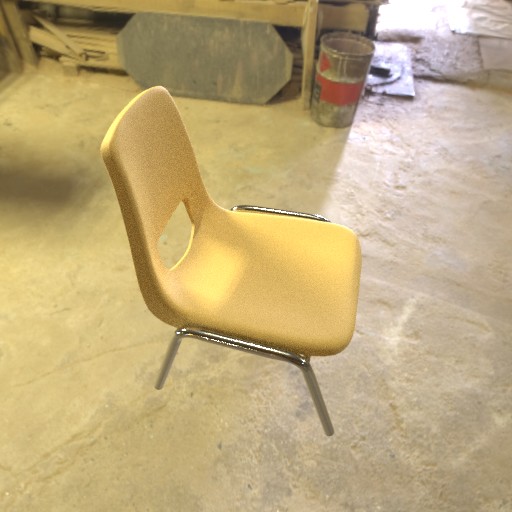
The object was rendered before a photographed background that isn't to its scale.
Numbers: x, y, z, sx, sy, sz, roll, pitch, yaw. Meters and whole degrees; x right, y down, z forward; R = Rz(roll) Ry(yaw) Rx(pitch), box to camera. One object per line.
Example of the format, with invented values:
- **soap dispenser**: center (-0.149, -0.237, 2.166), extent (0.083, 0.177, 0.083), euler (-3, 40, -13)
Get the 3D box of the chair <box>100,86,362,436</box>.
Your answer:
- **chair**: center (0.000, 0.000, 0.796), extent (0.385, 0.536, 0.354), euler (10, 46, 10)
